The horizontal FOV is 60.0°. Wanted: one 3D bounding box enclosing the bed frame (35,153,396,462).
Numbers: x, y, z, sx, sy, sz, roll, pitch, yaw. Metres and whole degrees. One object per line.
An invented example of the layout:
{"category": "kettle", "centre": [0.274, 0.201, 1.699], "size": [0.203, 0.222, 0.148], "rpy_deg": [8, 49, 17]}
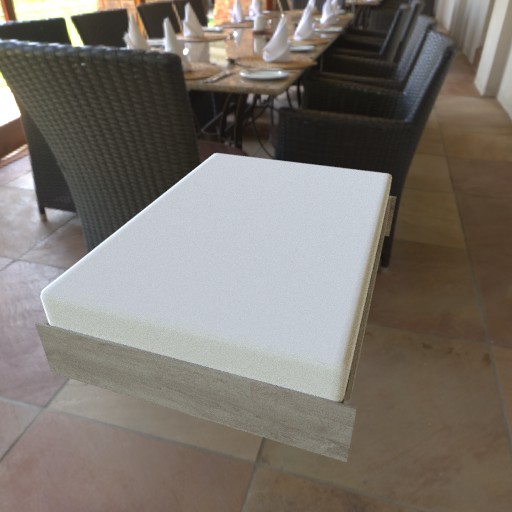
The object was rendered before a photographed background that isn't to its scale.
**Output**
{"category": "bed frame", "centre": [0.000, 0.000, 2.620], "size": [1.445, 0.497, 1.945], "rpy_deg": [10, 34, 16]}
